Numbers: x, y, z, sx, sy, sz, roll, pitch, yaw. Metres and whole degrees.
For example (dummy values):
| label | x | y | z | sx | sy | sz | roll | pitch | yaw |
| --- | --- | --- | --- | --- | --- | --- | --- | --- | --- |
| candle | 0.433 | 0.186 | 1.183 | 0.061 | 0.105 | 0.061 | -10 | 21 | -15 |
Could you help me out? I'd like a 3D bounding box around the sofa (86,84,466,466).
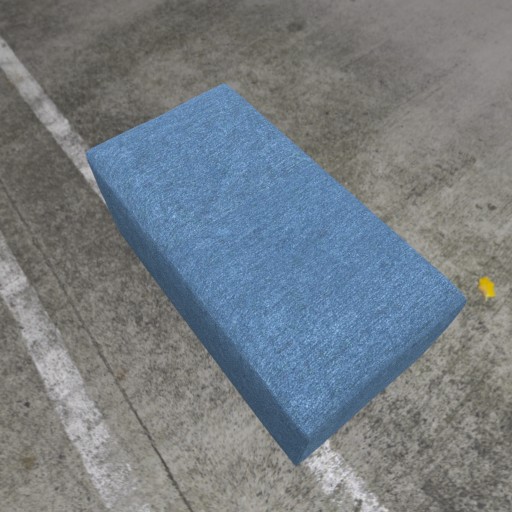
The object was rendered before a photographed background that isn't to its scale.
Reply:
| label | x | y | z | sx | sy | sz | roll | pitch | yaw |
| --- | --- | --- | --- | --- | --- | --- | --- | --- | --- |
| sofa | 0.000 | 0.000 | 1.217 | 0.480 | 0.470 | 0.930 | -34 | 64 | -19 |
